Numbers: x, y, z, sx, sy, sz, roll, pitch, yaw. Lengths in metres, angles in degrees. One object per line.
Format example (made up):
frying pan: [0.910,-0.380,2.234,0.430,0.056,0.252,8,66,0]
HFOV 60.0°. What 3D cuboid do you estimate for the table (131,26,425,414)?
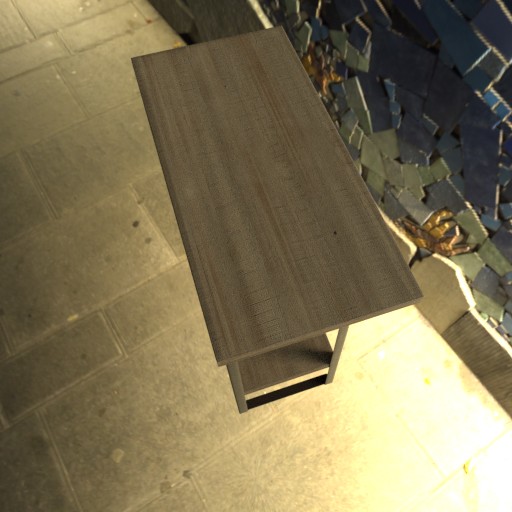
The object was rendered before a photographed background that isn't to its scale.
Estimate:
table: [0.000,0.000,1.034,0.300,0.701,0.599,-16,64,-8]
